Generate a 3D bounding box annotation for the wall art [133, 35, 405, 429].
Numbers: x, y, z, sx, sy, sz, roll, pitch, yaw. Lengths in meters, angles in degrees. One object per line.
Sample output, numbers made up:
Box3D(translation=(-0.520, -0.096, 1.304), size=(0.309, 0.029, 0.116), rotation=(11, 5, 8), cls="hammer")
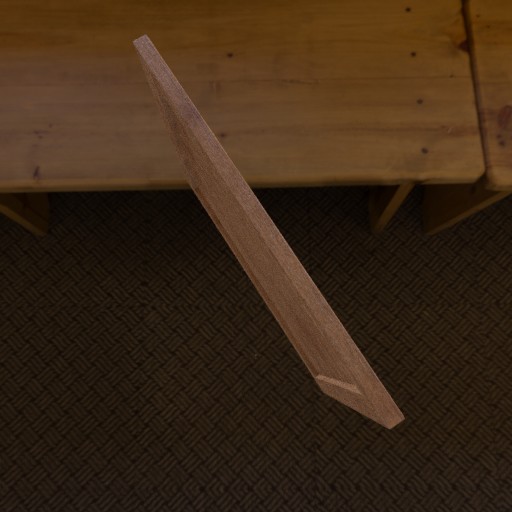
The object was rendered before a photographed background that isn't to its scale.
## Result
Box3D(translation=(0.000, 0.000, 0.930), size=(0.026, 0.588, 0.690), rotation=(-32, 79, -7), cls="wall art")
